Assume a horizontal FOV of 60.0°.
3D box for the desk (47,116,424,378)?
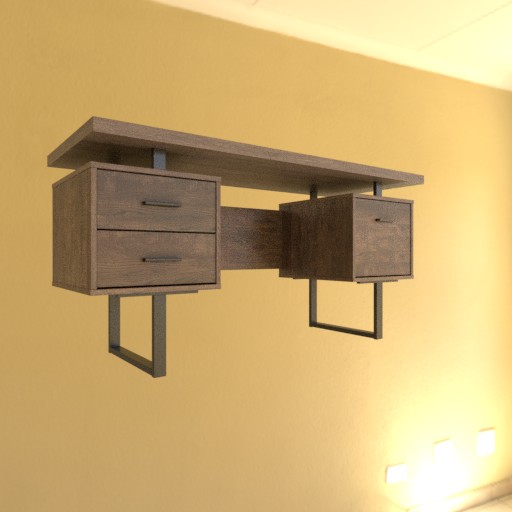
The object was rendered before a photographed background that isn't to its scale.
[{"bbox_3d":[0.000,0.000,1.889,1.524,0.760,0.600,0,0,-36],"label":"desk"}]
